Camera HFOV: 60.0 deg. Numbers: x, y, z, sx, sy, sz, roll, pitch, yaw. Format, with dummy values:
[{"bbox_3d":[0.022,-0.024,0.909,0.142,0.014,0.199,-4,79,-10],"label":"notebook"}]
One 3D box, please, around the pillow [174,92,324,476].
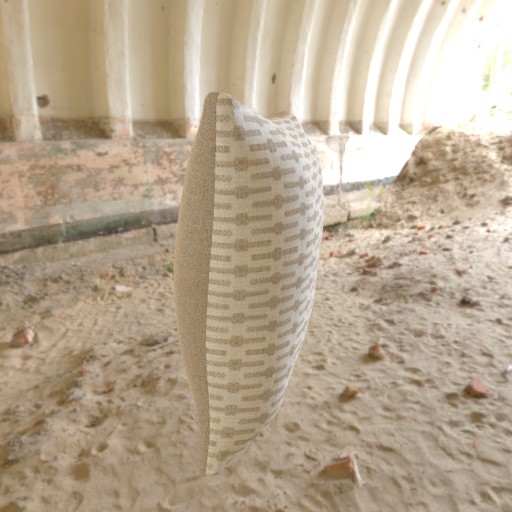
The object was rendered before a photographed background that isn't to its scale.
[{"bbox_3d":[0.000,0.000,0.759,0.219,0.491,0.496,3,16,12],"label":"pillow"}]
